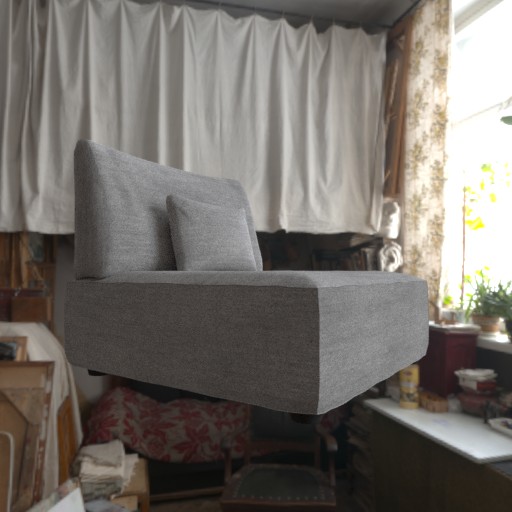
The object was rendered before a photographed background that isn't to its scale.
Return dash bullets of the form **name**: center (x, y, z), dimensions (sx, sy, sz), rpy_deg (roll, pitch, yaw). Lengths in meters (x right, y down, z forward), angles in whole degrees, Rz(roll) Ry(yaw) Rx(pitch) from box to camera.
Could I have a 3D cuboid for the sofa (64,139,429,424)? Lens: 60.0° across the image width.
- **sofa**: center (0.000, 0.000, 1.652), dimensions (1.000, 0.820, 0.930), rpy_deg (-1, -2, 35)
